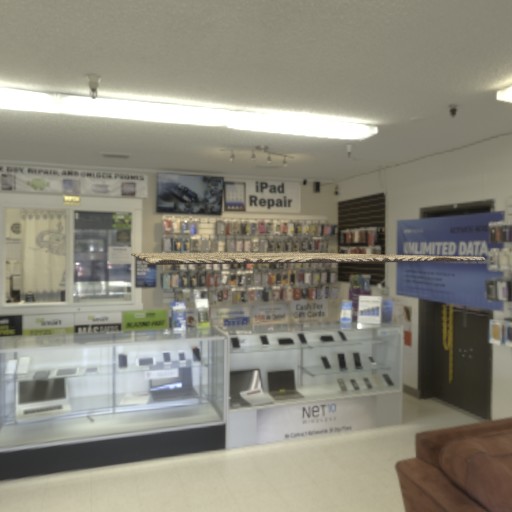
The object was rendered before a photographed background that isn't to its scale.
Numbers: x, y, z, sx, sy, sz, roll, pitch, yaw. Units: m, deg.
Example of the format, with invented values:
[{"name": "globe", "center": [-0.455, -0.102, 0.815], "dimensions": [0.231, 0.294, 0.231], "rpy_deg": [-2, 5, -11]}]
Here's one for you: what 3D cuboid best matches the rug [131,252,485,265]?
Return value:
[{"name": "rug", "center": [0.000, 0.000, 2.326], "dimensions": [1.210, 0.016, 1.833], "rpy_deg": [0, 1, -17]}]
